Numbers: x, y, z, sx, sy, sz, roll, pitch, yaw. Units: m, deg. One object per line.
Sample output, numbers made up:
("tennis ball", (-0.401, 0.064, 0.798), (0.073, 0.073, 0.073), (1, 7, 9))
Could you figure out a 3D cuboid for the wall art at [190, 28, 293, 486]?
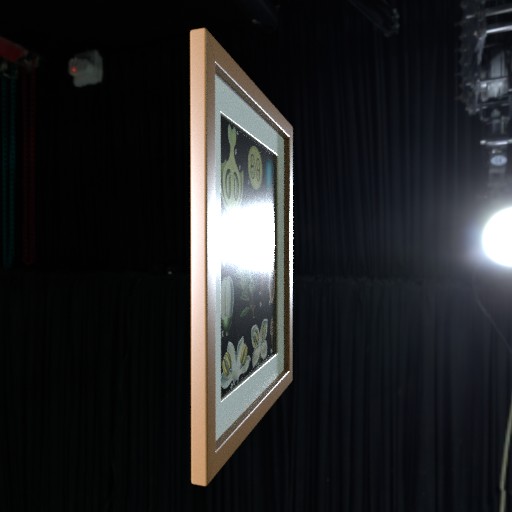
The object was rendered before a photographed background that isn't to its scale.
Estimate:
("wall art", (0.000, 0.000, 0.515), (0.015, 0.379, 0.310), (0, 1, 18))
